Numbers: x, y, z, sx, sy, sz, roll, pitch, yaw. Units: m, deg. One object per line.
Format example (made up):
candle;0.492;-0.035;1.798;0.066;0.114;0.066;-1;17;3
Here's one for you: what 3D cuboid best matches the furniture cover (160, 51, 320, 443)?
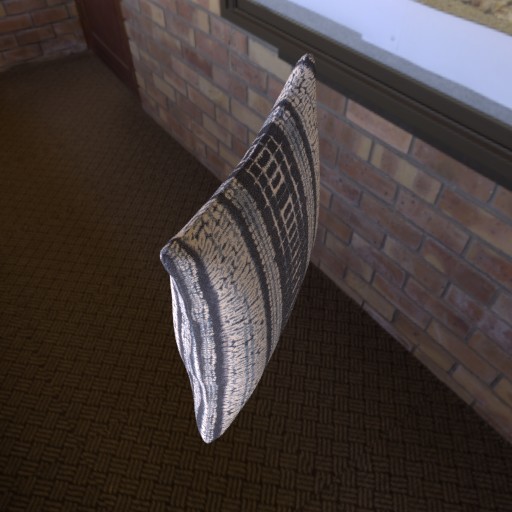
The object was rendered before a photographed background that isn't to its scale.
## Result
furniture cover;0.000;0.000;0.659;0.133;0.435;0.425;16;50;14
